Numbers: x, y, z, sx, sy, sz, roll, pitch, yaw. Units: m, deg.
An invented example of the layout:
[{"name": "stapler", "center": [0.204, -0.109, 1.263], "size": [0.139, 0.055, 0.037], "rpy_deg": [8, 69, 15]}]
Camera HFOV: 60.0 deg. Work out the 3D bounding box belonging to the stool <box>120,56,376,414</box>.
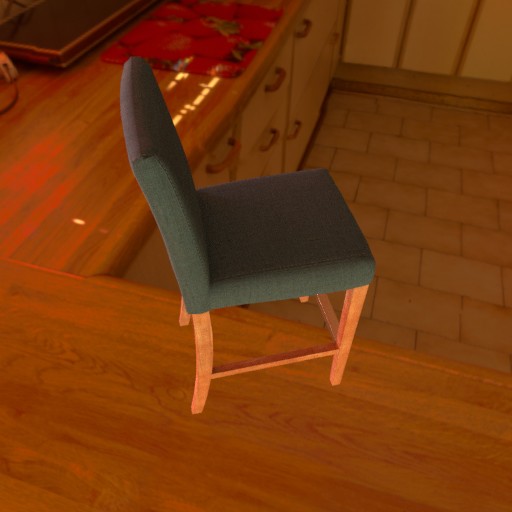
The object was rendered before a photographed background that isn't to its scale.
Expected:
[{"name": "stool", "center": [0.000, 0.000, 1.347], "size": [0.574, 1.088, 0.454], "rpy_deg": [-10, 48, -9]}]
